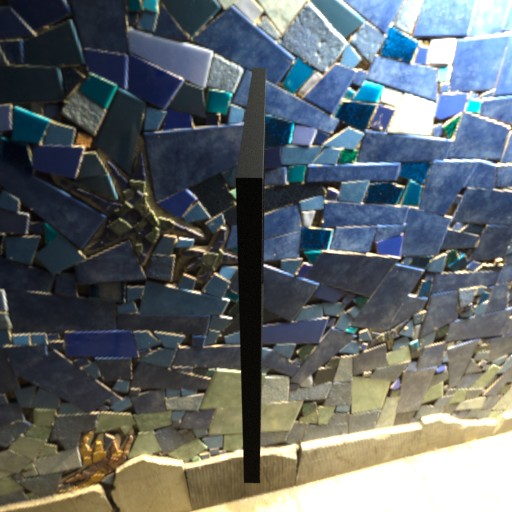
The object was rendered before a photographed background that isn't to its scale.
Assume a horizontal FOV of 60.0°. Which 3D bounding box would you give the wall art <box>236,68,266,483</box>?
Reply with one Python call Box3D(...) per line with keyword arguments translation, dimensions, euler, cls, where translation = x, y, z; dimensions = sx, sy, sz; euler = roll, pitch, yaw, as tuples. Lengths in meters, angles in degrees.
Box3D(translation=(0.000, 0.000, 1.138), dimensions=(0.038, 0.763, 0.763), euler=(1, 34, 1), cls="wall art")
